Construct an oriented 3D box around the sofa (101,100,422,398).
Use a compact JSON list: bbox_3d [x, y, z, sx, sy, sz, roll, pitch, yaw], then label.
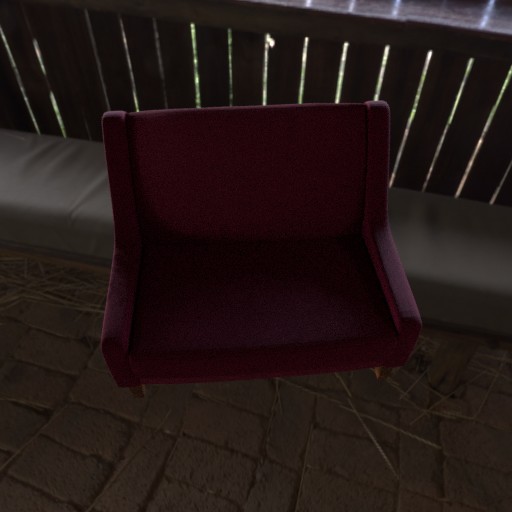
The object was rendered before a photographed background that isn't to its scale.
[{"bbox_3d":[0.000,0.000,1.952,1.242,0.976,0.946,-3,46,-3],"label":"sofa"}]
